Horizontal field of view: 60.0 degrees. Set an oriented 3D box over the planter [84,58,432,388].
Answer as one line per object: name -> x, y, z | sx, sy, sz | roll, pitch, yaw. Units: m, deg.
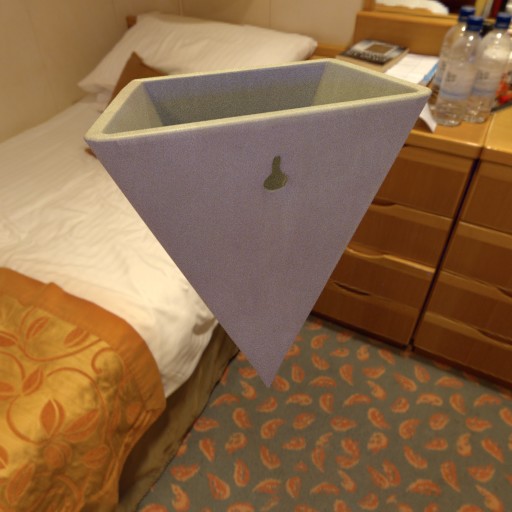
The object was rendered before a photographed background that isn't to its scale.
planter -> 0.000, 0.000, 0.262 | 0.150, 0.197, 0.060 | -12, 42, -14
